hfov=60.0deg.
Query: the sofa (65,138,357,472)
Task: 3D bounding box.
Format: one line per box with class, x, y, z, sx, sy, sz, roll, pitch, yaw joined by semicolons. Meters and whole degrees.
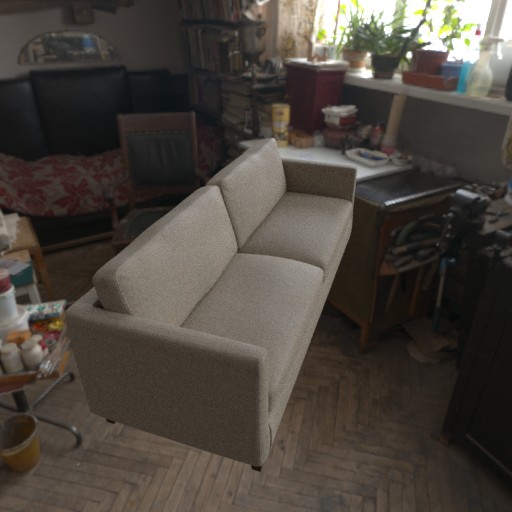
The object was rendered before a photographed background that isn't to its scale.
sofa;0.000;0.000;2.895;0.951;0.965;2.434;10;32;17
